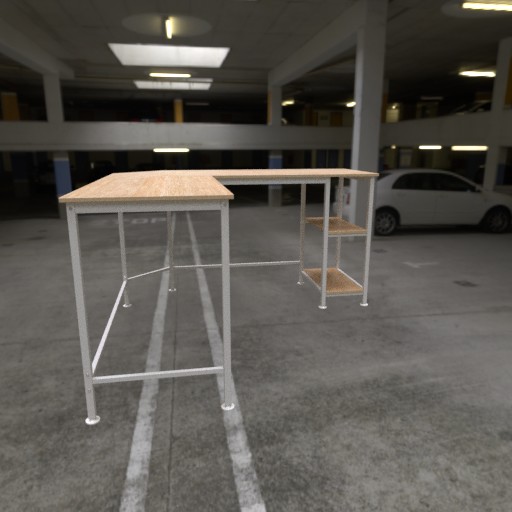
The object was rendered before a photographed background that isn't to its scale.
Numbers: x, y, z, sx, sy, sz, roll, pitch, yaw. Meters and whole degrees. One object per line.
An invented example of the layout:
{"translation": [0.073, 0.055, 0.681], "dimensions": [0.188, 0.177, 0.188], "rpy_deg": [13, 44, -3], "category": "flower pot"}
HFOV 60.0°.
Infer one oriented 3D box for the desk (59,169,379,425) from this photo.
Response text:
{"translation": [0.000, 0.000, 2.121], "dimensions": [1.379, 0.739, 1.379], "rpy_deg": [-2, 14, -10], "category": "desk"}
